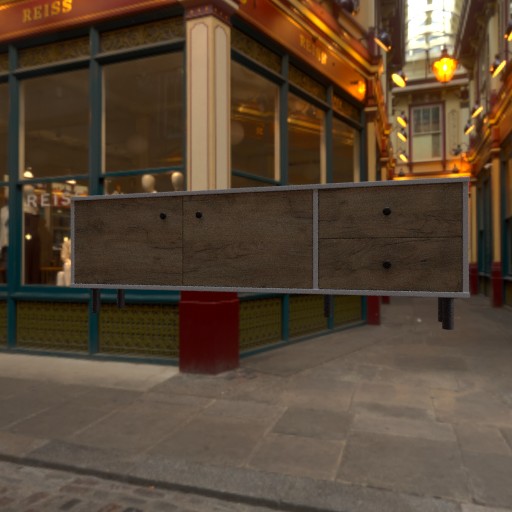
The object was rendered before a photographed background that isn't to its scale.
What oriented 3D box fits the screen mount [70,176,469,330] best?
[{"bbox_3d":[0.000,0.000,1.886,1.600,0.520,0.418,0,0,18],"label":"screen mount"}]
